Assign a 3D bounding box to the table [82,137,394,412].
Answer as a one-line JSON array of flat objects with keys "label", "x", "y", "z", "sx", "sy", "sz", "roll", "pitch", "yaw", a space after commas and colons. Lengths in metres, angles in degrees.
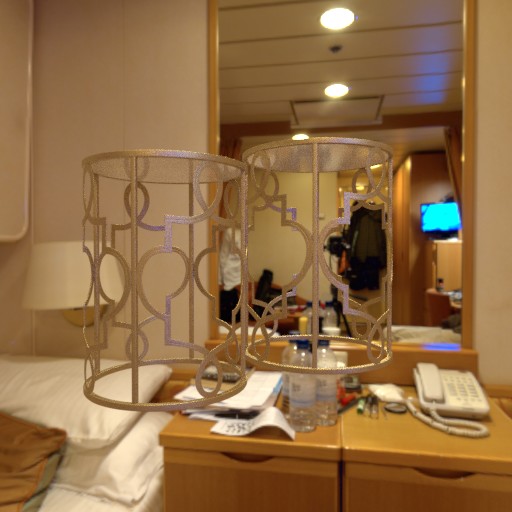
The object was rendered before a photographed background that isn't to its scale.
[{"label": "table", "x": 0.000, "y": 0.000, "z": 1.138, "sx": 0.846, "sy": 0.564, "sz": 0.420, "roll": -1, "pitch": 1, "yaw": -36}]
